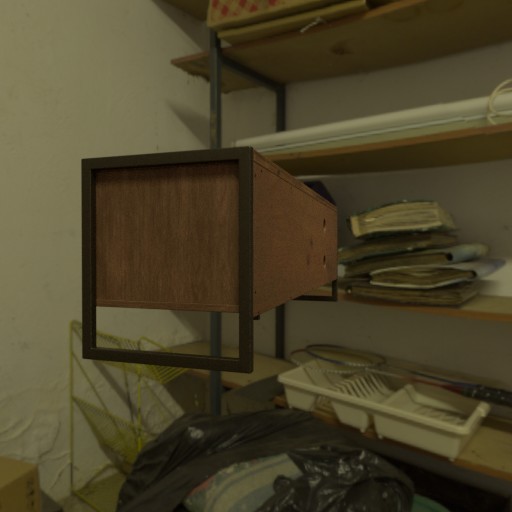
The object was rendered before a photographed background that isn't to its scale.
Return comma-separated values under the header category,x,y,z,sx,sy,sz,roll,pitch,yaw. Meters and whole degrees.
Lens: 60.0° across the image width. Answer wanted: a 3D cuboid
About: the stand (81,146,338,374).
category,x,y,z,sx,sy,sz,roll,pitch,yaw
stand,0.000,0.000,1.755,0.454,0.506,1.480,0,1,18
